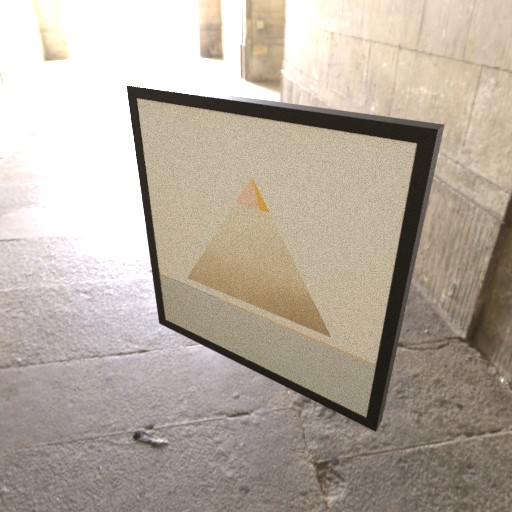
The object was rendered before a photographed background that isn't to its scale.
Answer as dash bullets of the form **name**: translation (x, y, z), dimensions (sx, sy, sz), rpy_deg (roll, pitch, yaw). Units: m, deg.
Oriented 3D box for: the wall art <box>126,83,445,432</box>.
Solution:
- **wall art**: translation (0.000, 0.000, 1.139), dimensions (0.769, 0.766, 0.042), rpy_deg (19, 35, 29)
